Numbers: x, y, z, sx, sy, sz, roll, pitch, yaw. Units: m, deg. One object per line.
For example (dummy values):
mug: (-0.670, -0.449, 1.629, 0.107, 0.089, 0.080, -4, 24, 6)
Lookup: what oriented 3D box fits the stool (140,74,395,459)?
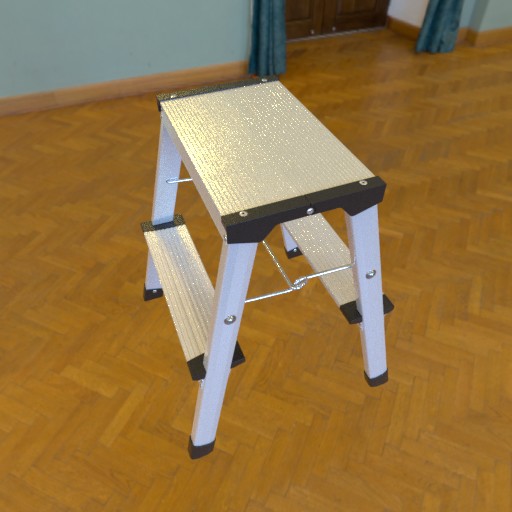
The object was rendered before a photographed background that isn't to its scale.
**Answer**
stool: (0.000, 0.000, 0.780, 0.405, 0.480, 0.404, -16, 48, -15)
